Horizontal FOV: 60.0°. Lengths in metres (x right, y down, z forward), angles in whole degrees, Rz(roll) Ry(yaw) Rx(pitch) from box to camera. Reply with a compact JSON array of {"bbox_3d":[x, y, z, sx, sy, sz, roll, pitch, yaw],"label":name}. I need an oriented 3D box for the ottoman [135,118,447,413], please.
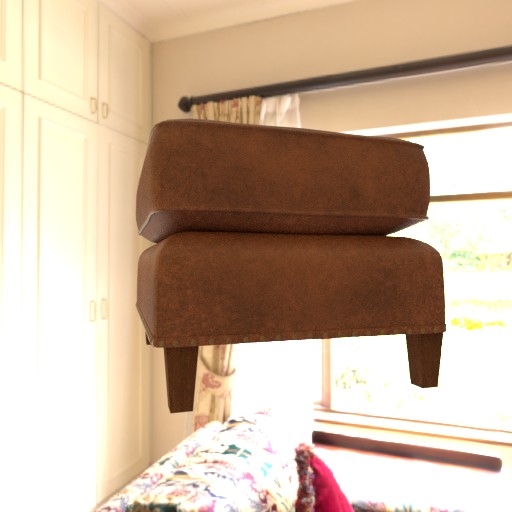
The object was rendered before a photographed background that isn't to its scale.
[{"bbox_3d":[0.000,0.000,1.143,0.589,0.537,0.738,0,-1,-17],"label":"ottoman"}]
